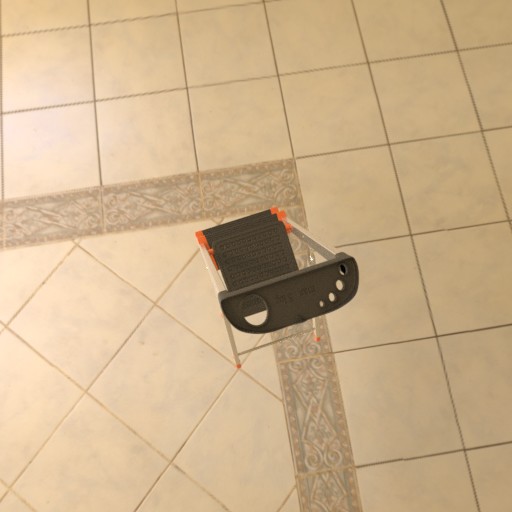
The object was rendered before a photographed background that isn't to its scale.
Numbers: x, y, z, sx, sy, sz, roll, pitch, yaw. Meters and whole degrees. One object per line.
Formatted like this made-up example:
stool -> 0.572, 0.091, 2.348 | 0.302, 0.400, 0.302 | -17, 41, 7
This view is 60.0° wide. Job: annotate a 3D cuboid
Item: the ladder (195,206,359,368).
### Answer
ladder -> 0.000, 0.000, 1.543 | 0.416, 1.229, 0.686 | -18, 77, -4
